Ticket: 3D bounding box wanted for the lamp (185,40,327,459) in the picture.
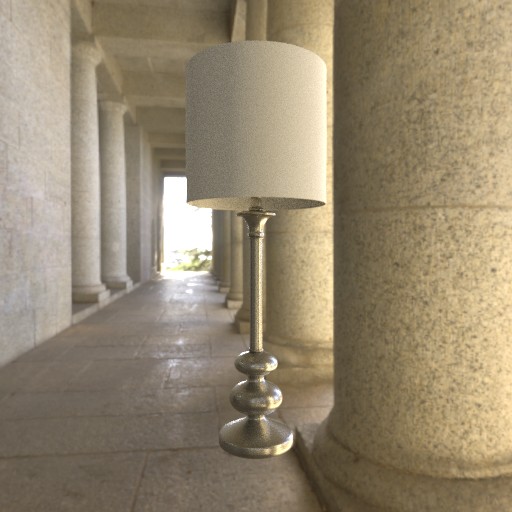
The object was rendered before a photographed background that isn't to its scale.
[{"bbox_3d":[0.000,0.000,0.812,0.254,0.690,0.254,-1,1,-36],"label":"lamp"}]
